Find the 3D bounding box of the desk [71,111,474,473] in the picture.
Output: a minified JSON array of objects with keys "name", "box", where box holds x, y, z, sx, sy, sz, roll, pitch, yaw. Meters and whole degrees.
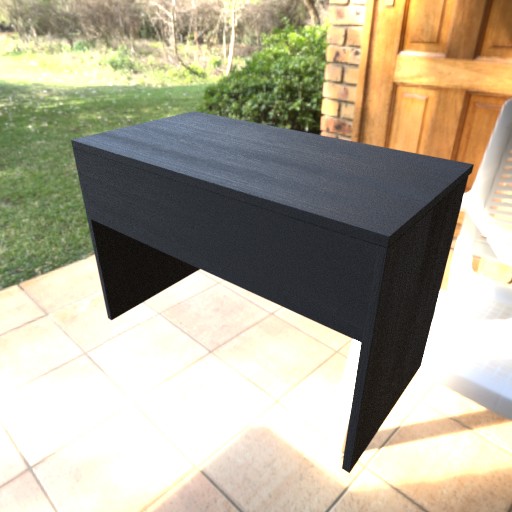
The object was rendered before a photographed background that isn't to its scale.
[{"name":"desk","box":[0.000,0.000,1.517,1.099,0.729,0.557,22,36,33]}]
